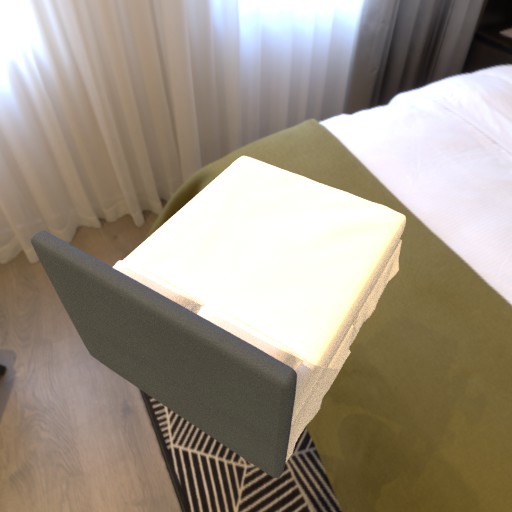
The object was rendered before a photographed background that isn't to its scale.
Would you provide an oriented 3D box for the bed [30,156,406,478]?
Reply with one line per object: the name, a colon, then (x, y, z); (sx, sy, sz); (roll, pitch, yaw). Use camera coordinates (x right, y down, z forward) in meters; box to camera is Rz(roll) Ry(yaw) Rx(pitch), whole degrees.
bed: (0.000, 0.000, 3.215); (1.713, 1.330, 2.162); (25, 52, 21)
